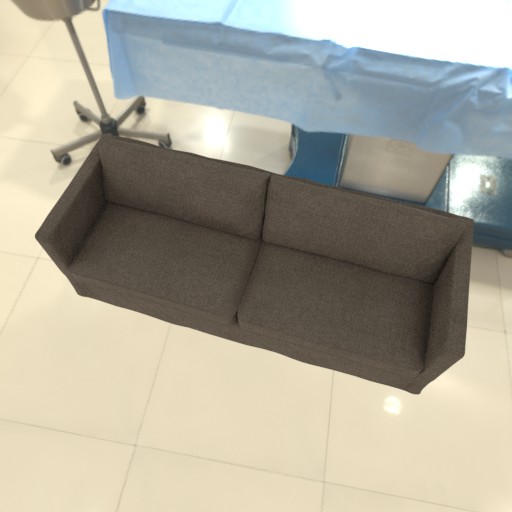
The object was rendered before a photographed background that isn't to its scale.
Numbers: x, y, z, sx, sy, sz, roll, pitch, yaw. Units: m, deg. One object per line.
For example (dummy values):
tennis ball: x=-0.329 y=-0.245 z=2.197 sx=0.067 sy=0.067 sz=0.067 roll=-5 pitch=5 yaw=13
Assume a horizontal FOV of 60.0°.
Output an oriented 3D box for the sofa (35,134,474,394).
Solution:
sofa: x=0.000 y=0.000 z=3.207 sx=2.779 sy=0.998 sz=1.036 roll=15 pitch=60 yaw=9
